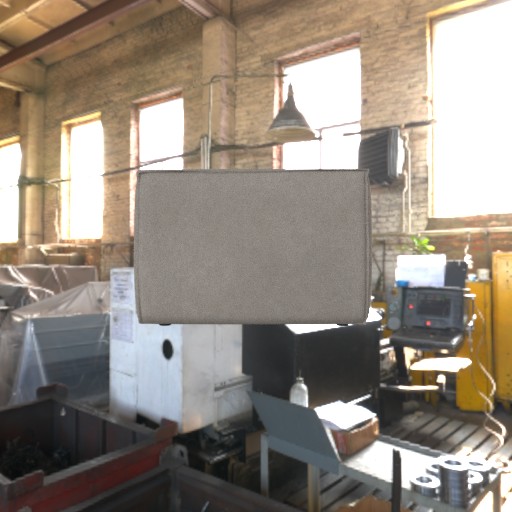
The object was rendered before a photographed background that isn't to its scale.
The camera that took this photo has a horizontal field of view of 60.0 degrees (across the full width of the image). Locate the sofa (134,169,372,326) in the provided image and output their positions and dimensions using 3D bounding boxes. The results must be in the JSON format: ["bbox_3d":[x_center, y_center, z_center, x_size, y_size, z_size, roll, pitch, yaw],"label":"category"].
[{"bbox_3d":[0.000,0.000,3.146,1.038,0.680,2.697,0,-1,1],"label":"sofa"}]
